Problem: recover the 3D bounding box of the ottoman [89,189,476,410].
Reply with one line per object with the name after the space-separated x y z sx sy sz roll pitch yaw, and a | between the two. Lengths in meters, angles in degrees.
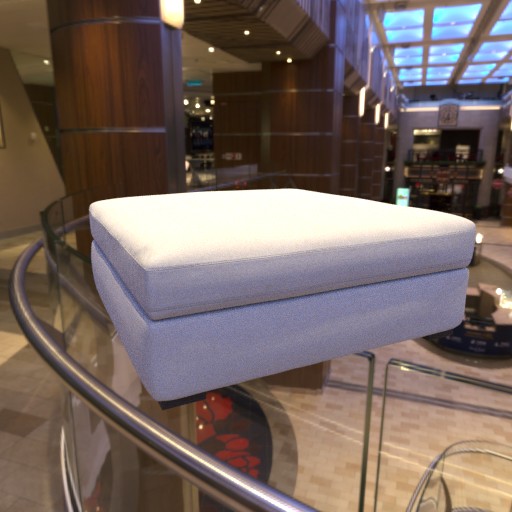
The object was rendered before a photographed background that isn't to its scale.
0.000 0.000 1.789 1.167 0.482 1.163 -7 16 -26 | ottoman
